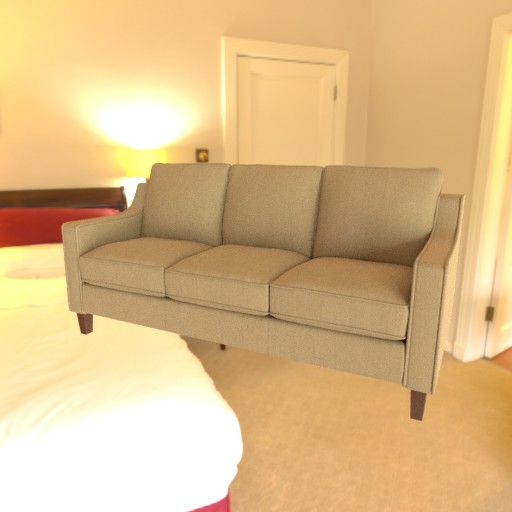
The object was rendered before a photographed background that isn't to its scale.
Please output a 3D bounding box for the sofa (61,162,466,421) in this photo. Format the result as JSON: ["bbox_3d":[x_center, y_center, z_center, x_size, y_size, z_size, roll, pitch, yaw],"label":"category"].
[{"bbox_3d":[0.000,0.000,2.427,1.986,0.974,0.911,7,15,26],"label":"sofa"}]
